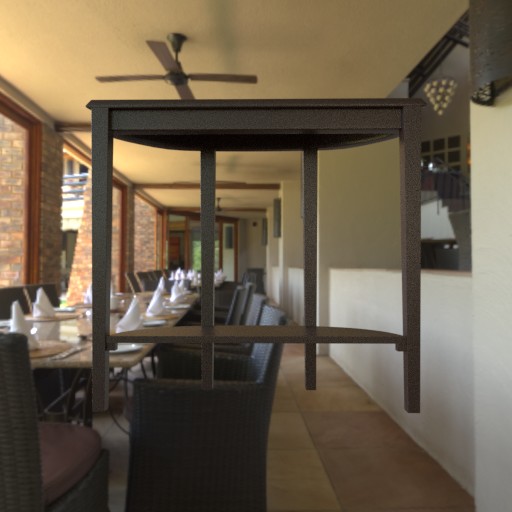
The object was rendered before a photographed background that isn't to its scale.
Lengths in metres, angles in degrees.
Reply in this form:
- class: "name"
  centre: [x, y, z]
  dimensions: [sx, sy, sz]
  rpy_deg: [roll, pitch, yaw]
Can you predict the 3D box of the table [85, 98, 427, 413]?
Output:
- class: "table"
  centre: [0.000, 0.000, 1.307]
  dimensions: [0.909, 0.831, 0.274]
  rpy_deg: [0, -1, 1]
